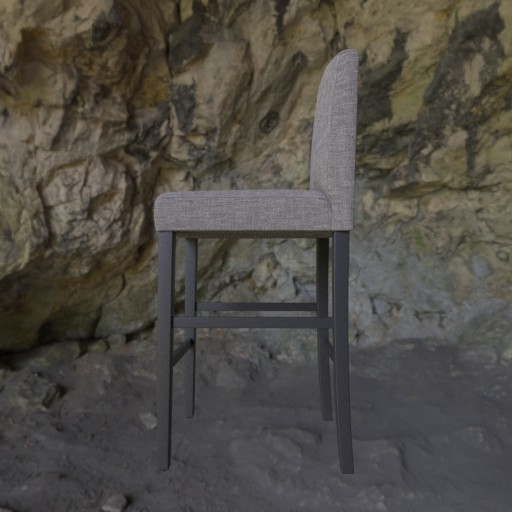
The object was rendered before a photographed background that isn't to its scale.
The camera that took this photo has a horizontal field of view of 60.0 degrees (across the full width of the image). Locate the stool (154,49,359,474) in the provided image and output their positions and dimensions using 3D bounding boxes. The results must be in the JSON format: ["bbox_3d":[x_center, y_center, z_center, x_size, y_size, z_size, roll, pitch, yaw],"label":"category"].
[{"bbox_3d":[0.000,0.000,1.366,0.552,1.138,0.451,0,0,1],"label":"stool"}]
